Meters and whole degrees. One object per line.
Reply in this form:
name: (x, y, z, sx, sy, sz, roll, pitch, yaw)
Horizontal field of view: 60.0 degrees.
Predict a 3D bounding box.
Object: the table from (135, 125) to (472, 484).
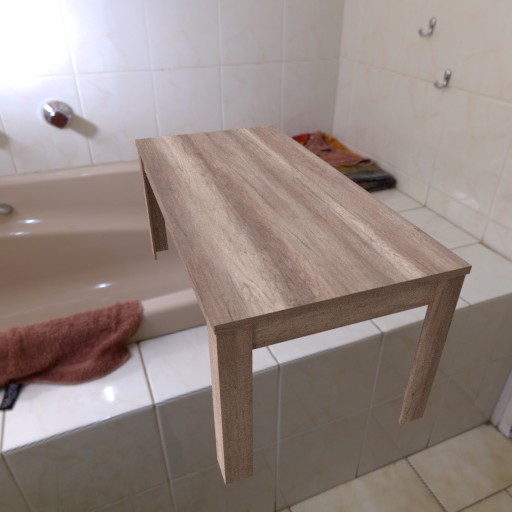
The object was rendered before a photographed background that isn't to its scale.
table: (0.000, 0.000, 2.292, 0.900, 0.790, 1.800, -11, 34, -17)
